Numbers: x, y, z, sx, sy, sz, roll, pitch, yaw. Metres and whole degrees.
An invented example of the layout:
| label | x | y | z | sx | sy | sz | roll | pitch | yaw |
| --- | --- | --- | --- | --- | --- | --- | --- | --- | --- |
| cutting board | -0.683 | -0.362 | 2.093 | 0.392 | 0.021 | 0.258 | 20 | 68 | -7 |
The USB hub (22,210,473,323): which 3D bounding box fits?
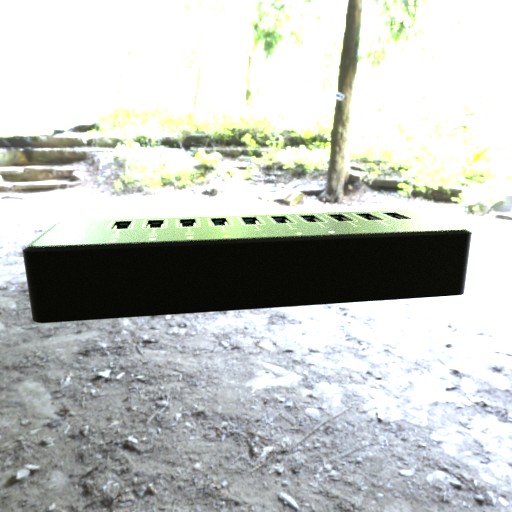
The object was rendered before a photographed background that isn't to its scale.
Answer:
| label | x | y | z | sx | sy | sz | roll | pitch | yaw |
| --- | --- | --- | --- | --- | --- | --- | --- | --- | --- |
| USB hub | 0.000 | 0.000 | 0.161 | 0.145 | 0.023 | 0.044 | -3 | 16 | -9 |
